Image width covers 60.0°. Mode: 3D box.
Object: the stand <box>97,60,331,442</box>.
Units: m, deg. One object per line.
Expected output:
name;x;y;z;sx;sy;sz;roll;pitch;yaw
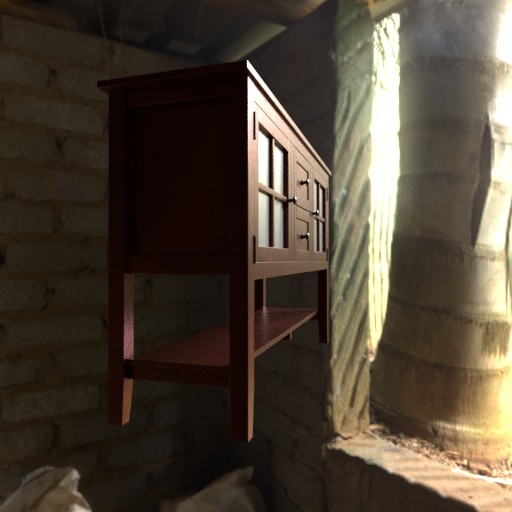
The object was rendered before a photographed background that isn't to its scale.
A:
stand;0.000;0.000;1.697;0.410;0.872;1.362;0;0;17
